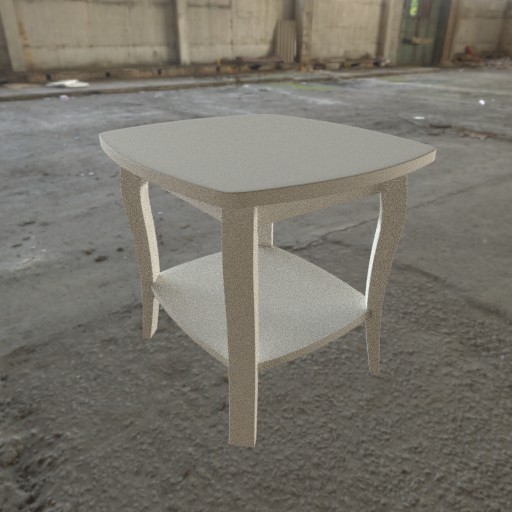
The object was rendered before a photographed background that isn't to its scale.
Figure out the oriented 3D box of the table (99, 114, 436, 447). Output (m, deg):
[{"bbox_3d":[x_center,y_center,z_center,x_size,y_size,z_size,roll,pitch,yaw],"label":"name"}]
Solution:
[{"bbox_3d":[0.000,0.000,0.844,0.451,0.438,0.502,-18,31,-32],"label":"table"}]
